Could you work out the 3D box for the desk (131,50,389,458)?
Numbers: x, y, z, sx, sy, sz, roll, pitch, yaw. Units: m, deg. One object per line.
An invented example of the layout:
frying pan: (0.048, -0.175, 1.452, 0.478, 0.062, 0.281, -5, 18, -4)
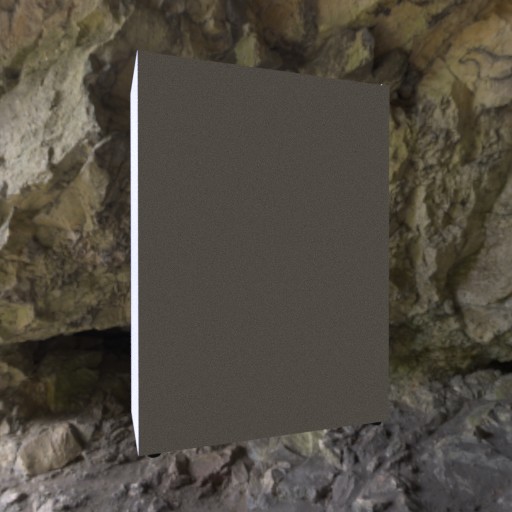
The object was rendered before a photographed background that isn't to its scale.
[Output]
desk: (0.000, 0.000, 1.599, 0.850, 1.190, 0.390, 0, 1, -19)
